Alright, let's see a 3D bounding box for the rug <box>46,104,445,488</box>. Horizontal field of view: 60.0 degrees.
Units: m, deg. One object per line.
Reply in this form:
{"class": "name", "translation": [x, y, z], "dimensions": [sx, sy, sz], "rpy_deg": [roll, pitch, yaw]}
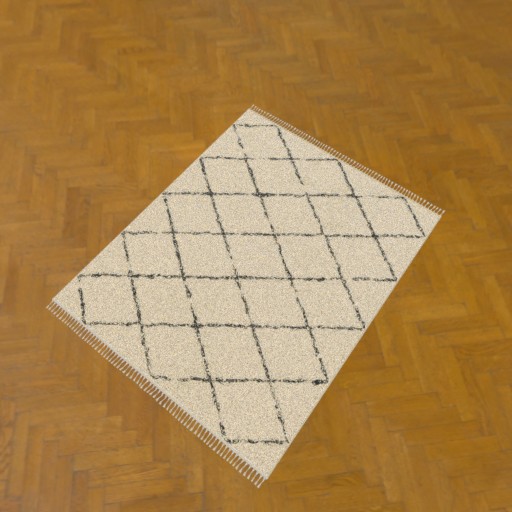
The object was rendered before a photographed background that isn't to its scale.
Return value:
{"class": "rug", "translation": [0.000, 0.000, 4.142], "dimensions": [2.380, 0.013, 3.051], "rpy_deg": [34, 68, 16]}
